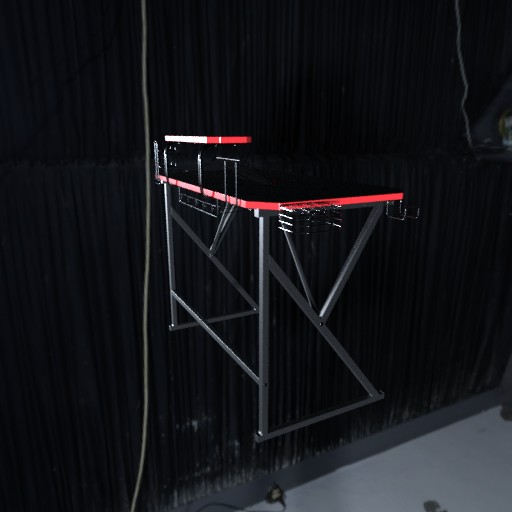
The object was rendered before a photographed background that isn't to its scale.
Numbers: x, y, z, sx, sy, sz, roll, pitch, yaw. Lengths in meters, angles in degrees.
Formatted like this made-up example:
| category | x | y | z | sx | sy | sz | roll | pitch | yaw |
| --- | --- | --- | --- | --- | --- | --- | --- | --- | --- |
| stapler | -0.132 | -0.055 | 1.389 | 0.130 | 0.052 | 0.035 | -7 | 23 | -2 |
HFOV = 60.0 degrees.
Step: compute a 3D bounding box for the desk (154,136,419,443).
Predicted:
| category | x | y | z | sx | sy | sz | roll | pitch | yaw |
| --- | --- | --- | --- | --- | --- | --- | --- | --- | --- |
| desk | 0.000 | 0.000 | 1.747 | 0.588 | 0.913 | 1.280 | -8 | 18 | -26 |
